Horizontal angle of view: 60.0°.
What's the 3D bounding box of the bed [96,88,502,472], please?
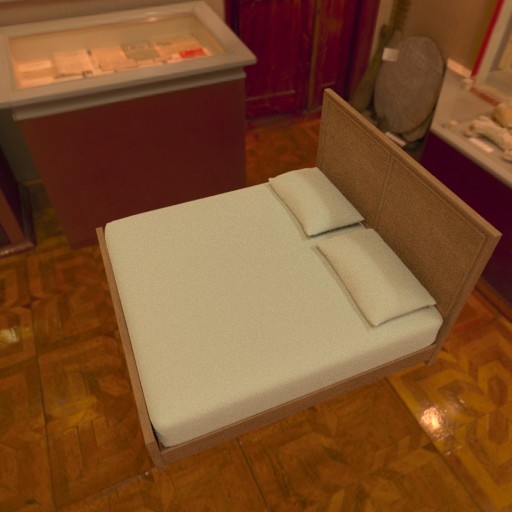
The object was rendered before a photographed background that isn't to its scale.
[{"bbox_3d":[0.000,0.000,3.355,2.184,1.387,2.003,-16,48,-15],"label":"bed"}]
